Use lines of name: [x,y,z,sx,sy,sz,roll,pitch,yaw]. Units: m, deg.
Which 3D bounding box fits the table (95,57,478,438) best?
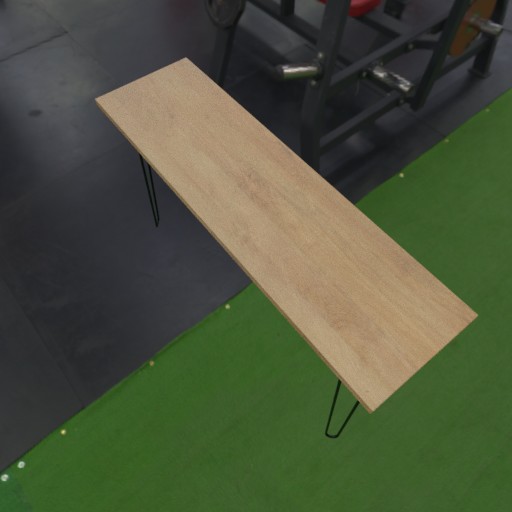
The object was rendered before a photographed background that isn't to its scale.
table: [0.000,0.000,1.734,0.399,0.799,1.400,-34,64,-19]
